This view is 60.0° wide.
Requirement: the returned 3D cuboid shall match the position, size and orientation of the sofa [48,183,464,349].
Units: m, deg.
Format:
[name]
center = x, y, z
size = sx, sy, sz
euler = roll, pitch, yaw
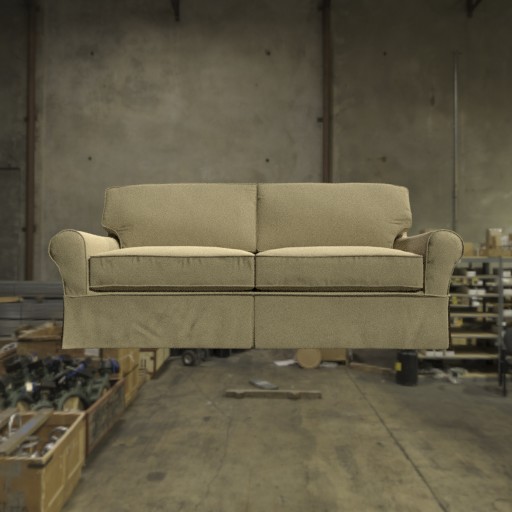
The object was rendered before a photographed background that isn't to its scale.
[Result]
[sofa]
center = 0.000, 0.000, 2.798
size = 2.246, 1.014, 0.900
euler = 0, 0, 1
